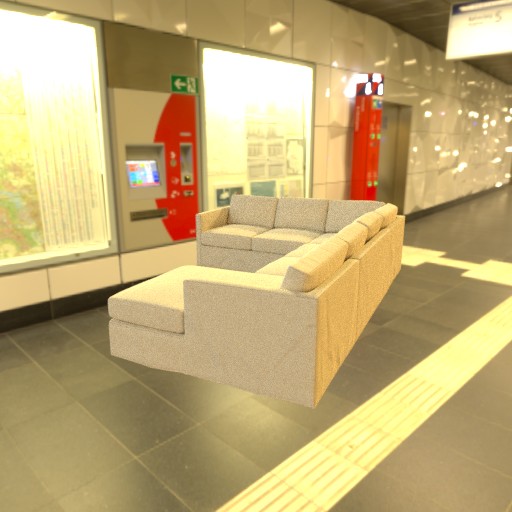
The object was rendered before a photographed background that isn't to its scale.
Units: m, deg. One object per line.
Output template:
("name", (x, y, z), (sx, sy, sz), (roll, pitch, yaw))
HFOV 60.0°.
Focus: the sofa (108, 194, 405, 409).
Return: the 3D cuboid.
("sofa", (0.000, 0.000, 4.525), (2.427, 0.882, 3.460), (7, 15, 25))
